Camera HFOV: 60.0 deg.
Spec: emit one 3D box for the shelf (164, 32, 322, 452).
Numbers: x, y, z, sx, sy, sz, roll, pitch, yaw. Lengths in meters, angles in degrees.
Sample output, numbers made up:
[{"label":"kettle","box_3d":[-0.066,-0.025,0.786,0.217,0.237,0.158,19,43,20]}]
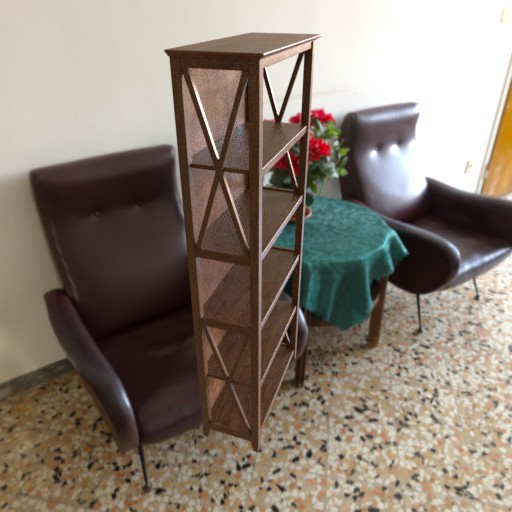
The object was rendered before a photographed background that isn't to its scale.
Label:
[{"label":"shelf","box_3d":[0.000,0.000,2.173,0.335,1.905,0.805,10,32,17]}]
